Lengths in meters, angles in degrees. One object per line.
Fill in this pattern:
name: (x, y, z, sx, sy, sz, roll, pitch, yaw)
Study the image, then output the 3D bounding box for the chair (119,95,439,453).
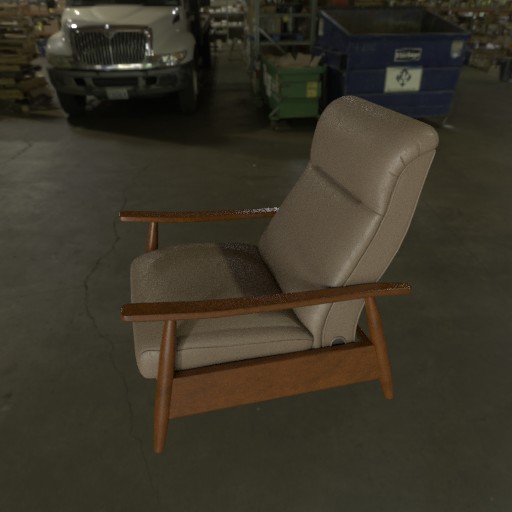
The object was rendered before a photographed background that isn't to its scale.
chair: (0.000, 0.000, 1.740, 1.014, 1.082, 0.762, -8, 31, -13)
